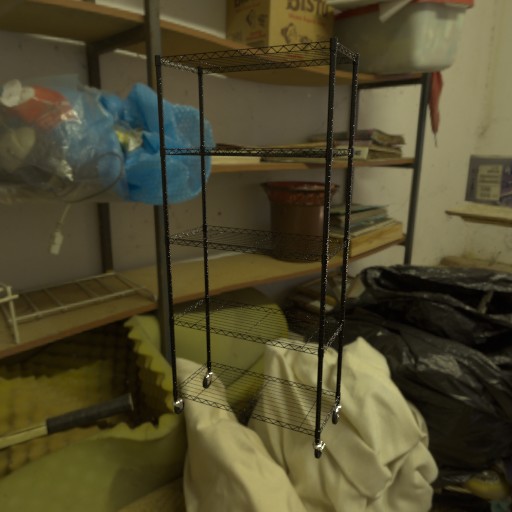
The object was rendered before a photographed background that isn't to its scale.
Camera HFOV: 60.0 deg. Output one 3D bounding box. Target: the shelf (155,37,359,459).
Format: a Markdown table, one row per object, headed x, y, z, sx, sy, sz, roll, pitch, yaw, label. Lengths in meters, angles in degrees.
| x | y | z | sx | sy | sz | roll | pitch | yaw | label |
| --- | --- | --- | --- | --- | --- | --- | --- | --- | --- |
| 0.000 | 0.000 | 1.962 | 0.762 | 1.645 | 0.356 | 7 | 16 | 25 | shelf |
